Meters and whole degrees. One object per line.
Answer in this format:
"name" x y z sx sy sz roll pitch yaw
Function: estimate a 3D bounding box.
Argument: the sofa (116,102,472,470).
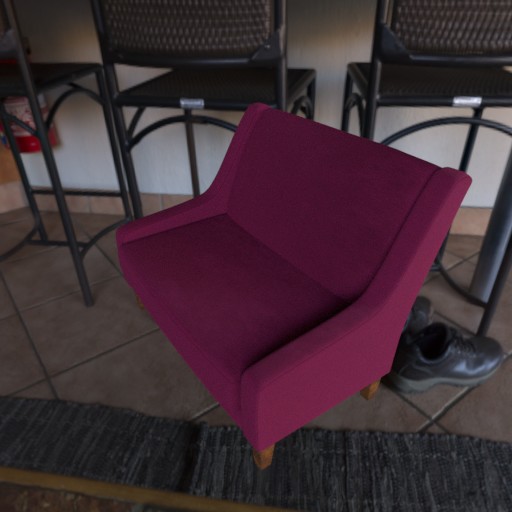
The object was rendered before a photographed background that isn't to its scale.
"sofa" 0.000 0.000 1.938 0.946 0.976 1.242 -20 37 -29
